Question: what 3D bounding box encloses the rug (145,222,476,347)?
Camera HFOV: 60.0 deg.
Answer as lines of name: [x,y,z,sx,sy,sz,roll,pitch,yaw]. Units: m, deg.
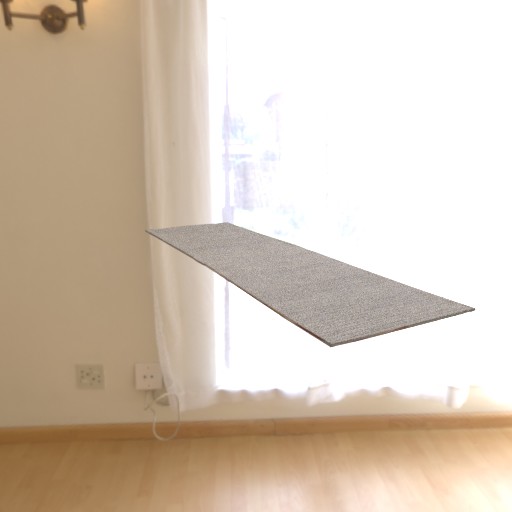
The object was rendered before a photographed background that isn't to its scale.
rug: [0.000,0.000,2.534,0.692,0.032,2.320,-7,15,-27]
